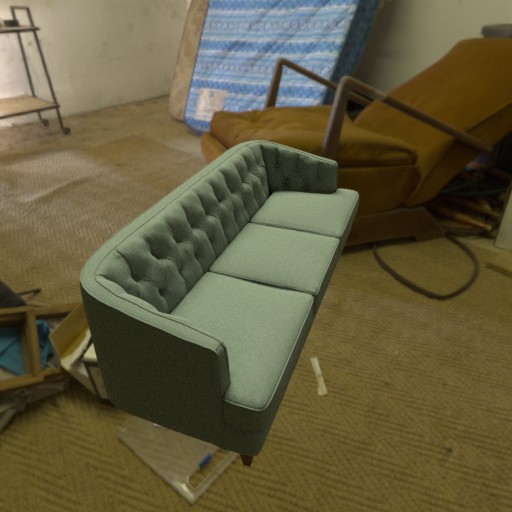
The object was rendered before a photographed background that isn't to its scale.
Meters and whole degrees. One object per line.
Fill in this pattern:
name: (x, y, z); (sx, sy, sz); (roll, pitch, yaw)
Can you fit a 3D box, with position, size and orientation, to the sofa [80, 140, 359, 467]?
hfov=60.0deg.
sofa: (0.000, 0.000, 2.744); (0.941, 0.855, 2.278); (11, 33, 17)
